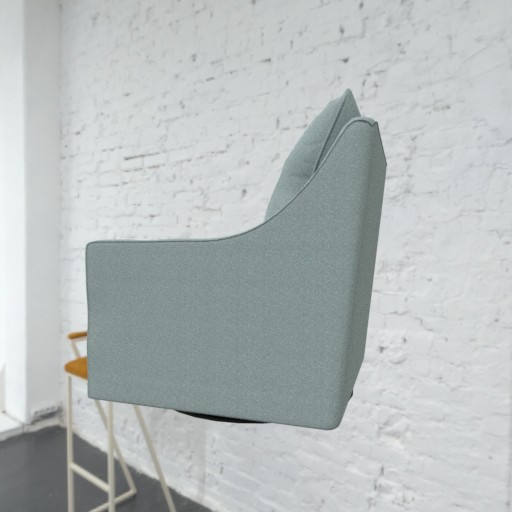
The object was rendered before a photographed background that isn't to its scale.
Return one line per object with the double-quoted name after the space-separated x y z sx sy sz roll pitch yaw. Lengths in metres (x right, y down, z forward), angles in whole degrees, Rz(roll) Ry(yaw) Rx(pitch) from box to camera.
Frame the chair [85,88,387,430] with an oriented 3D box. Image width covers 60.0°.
0.000 0.000 1.581 0.870 0.926 0.760 1 2 19 "chair"
